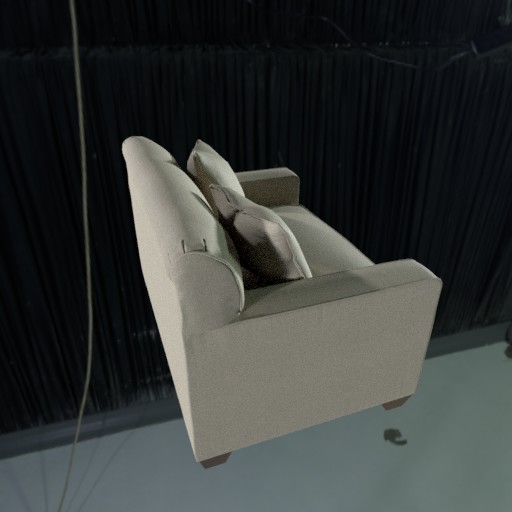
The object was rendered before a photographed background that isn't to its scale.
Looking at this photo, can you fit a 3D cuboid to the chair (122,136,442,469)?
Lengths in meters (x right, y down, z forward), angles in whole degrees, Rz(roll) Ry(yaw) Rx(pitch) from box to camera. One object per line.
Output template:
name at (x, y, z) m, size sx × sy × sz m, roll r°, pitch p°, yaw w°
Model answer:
chair at (0.000, 0.000, 2.077) m, size 1.000 × 0.948 × 1.383 m, roll -10°, pitch 31°, yaw -18°
